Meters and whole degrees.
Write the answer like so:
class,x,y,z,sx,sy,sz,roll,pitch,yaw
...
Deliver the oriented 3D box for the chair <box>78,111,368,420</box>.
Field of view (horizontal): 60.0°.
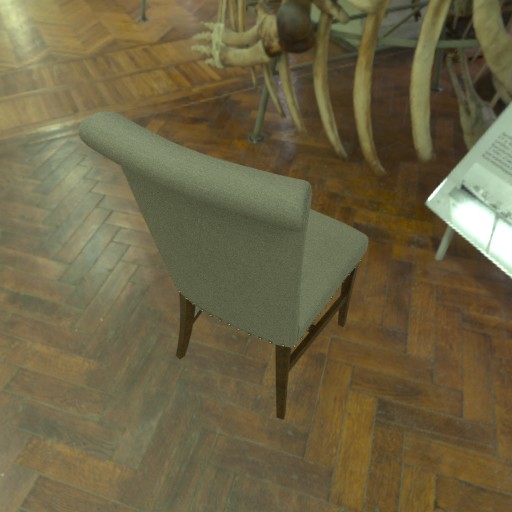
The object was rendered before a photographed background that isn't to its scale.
class,x,y,z,sx,sy,sz,roll,pitch,yaw
chair,0.000,0.000,1.301,0.513,0.988,0.608,24,51,21
